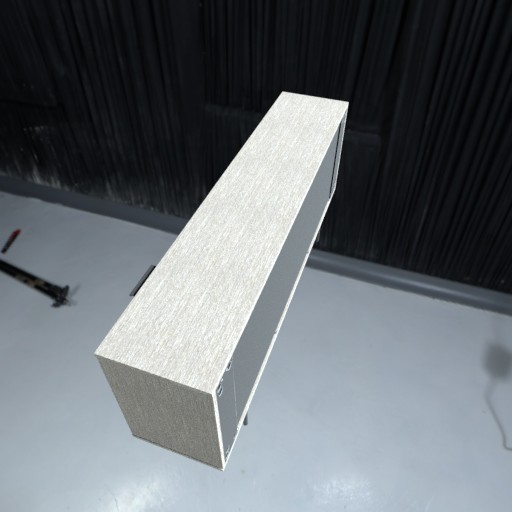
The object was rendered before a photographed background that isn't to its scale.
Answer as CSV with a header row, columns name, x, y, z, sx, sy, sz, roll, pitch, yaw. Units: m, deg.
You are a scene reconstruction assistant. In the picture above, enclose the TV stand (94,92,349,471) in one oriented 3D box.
name,x,y,z,sx,sy,sz,roll,pitch,yaw
TV stand,0.000,0.000,2.114,0.405,0.787,1.804,14,47,14
